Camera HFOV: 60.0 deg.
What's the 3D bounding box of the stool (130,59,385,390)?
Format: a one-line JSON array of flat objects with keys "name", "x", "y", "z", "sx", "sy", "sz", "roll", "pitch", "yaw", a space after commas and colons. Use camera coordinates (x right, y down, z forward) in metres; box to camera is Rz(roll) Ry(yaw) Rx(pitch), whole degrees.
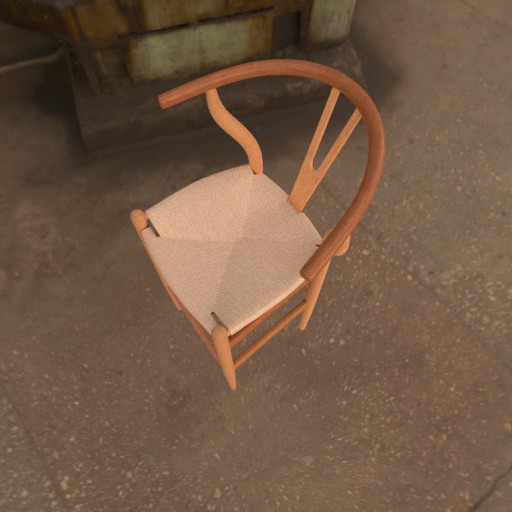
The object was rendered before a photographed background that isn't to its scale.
[{"name": "stool", "x": 0.000, "y": 0.000, "z": 1.377, "sx": 0.561, "sy": 1.068, "sz": 0.574, "roll": -33, "pitch": 68, "yaw": -15}]
